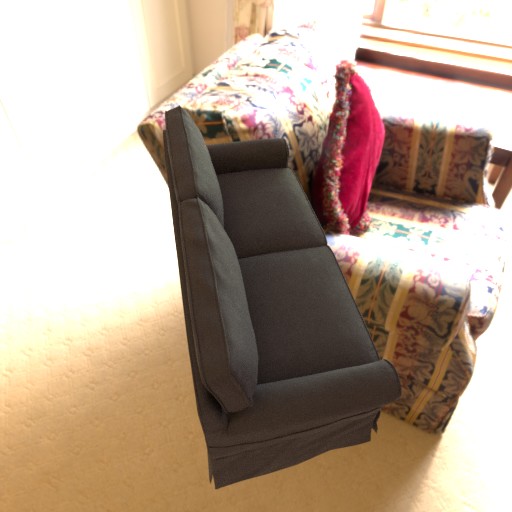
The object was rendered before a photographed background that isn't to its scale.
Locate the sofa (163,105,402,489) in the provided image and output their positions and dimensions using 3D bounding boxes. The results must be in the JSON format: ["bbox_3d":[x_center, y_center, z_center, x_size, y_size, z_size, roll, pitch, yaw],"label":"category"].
[{"bbox_3d":[0.000,0.000,2.783,0.983,1.094,2.256,-9,47,-8],"label":"sofa"}]
